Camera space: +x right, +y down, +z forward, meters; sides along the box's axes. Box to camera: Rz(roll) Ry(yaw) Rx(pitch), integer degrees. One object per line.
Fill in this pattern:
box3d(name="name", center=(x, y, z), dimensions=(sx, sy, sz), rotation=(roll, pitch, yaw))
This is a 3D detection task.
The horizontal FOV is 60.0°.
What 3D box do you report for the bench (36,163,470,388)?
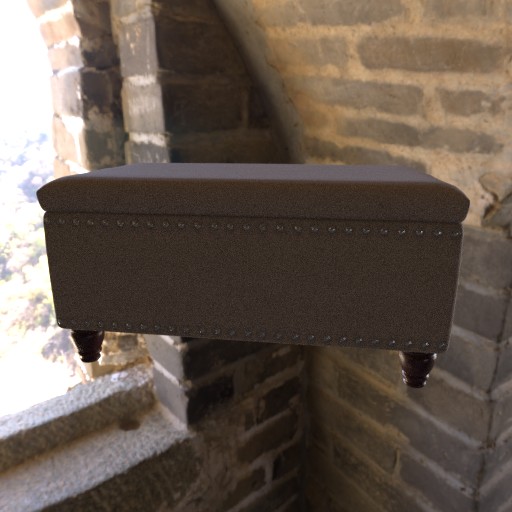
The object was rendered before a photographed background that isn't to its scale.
box3d(name="bench", center=(0.000, 0.000, 1.173), dimensions=(0.887, 0.449, 0.500), rotation=(2, 16, 8))
